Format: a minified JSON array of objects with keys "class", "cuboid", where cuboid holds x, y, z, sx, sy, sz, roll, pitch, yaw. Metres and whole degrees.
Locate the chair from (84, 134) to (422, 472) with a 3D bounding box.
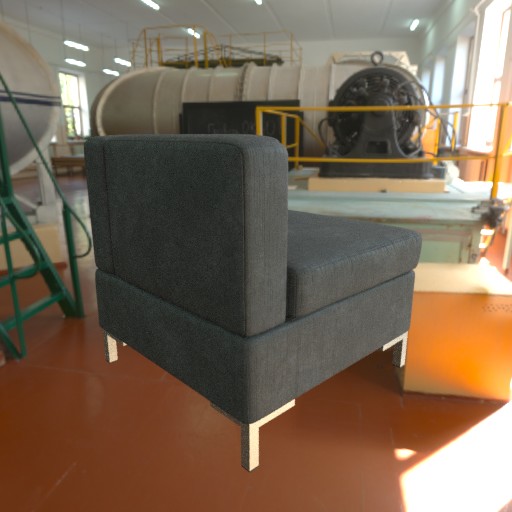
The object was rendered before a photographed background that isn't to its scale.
[{"class":"chair","cuboid":[0.000,0.000,1.245,0.680,0.660,0.680,-14,21,-42]}]
